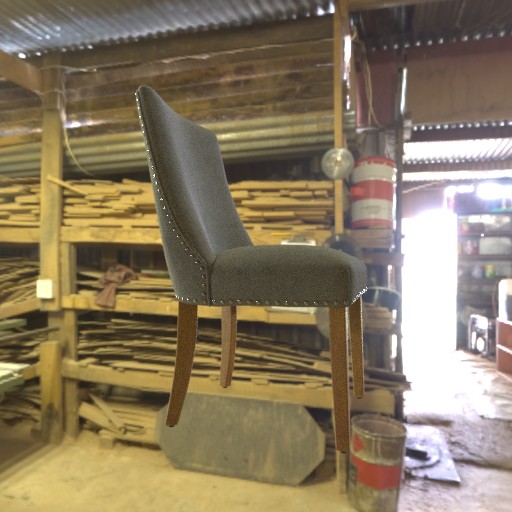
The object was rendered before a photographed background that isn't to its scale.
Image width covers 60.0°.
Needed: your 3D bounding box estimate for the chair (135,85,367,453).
[{"bbox_3d":[0.000,0.000,1.301,0.610,0.902,0.495,0,-1,18],"label":"chair"}]
